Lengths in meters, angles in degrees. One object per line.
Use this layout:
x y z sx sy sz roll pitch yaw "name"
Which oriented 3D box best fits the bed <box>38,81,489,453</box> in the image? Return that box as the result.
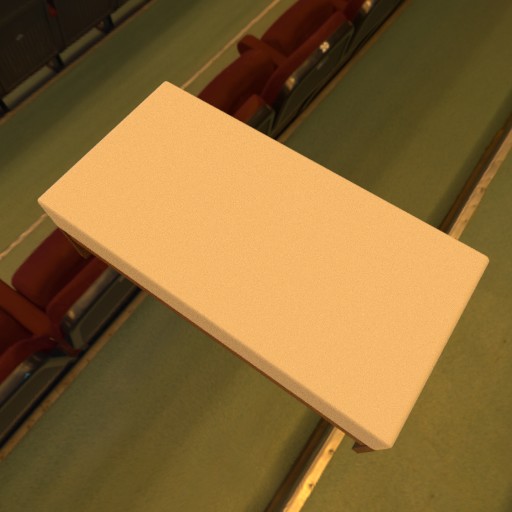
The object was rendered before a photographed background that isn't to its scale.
0.000 0.000 2.314 1.902 0.616 0.961 32 69 14 "bed"
